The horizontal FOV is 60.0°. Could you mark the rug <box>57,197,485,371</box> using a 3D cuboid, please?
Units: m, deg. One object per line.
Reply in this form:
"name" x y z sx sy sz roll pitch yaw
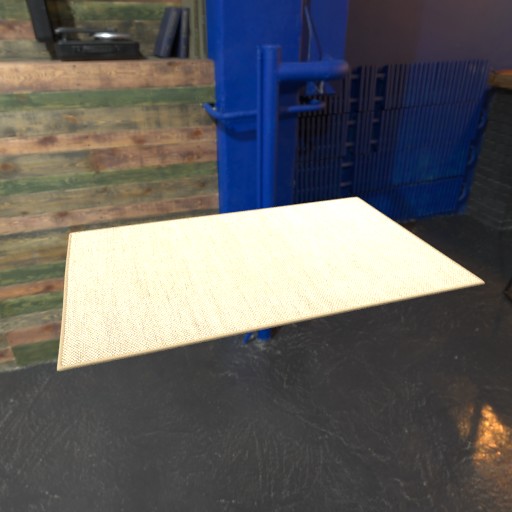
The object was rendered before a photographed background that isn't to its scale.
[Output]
"rug" 0.000 0.000 2.058 1.667 0.013 1.062 -9 29 -16
